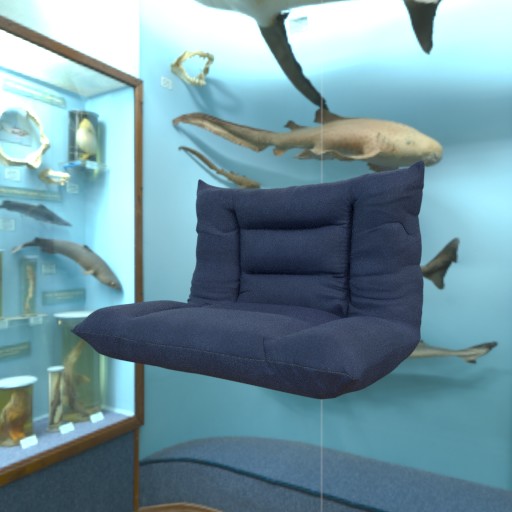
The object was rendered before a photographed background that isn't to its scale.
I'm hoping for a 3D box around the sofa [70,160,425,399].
[{"bbox_3d":[0.000,0.000,1.711,1.122,0.778,0.849,0,0,33],"label":"sofa"}]
